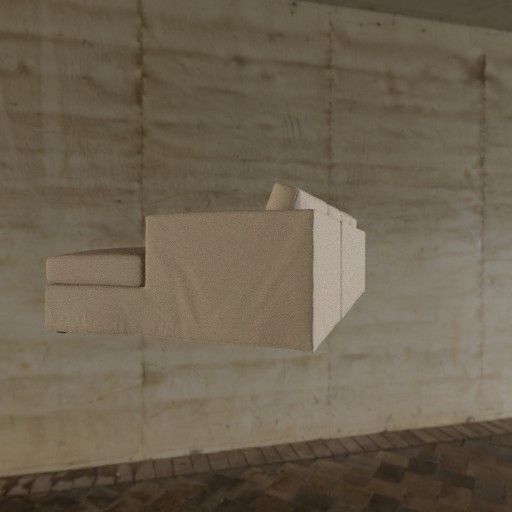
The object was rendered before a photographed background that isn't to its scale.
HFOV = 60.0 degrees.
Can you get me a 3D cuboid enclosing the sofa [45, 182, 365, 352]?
[{"bbox_3d":[0.000,0.000,3.849,1.622,0.871,3.206,0,1,18],"label":"sofa"}]
